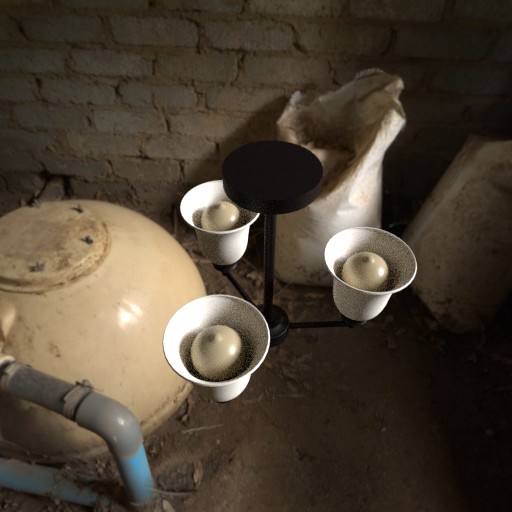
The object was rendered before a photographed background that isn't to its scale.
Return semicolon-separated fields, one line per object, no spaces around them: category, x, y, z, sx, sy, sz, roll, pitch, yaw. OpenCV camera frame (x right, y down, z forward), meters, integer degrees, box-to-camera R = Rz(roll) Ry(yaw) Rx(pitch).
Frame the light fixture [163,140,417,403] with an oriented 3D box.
light fixture;0.000;0.000;0.682;0.388;0.370;0.354;-24;51;-21
